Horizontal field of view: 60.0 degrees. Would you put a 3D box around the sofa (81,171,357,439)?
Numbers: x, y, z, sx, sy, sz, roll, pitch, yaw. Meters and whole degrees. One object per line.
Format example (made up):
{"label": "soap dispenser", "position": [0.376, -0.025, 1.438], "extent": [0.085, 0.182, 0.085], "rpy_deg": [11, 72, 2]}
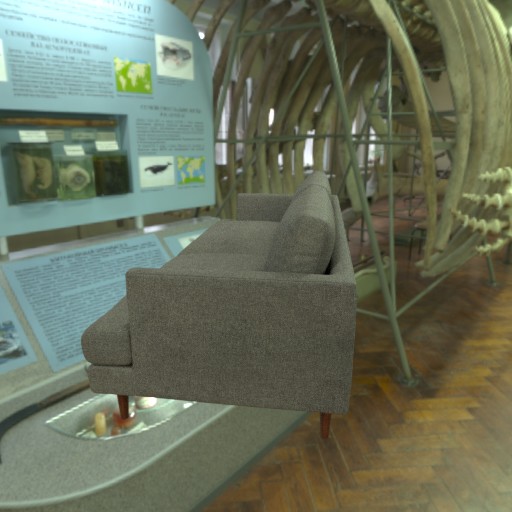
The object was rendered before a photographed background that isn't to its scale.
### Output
{"label": "sofa", "position": [0.000, 0.000, 2.660], "extent": [1.020, 0.868, 2.250], "rpy_deg": [2, 16, 8]}
